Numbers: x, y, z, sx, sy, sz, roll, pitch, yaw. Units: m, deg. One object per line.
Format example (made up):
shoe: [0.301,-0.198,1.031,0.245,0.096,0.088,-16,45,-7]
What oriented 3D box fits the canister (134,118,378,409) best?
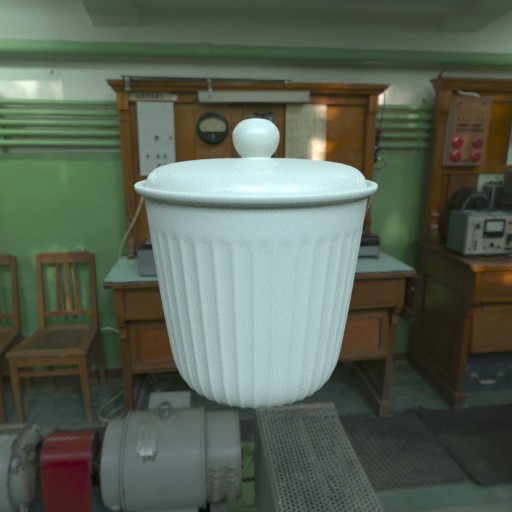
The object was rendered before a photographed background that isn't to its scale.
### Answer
canister: [0.000,0.000,0.355,0.181,0.211,0.181,0,14,0]
